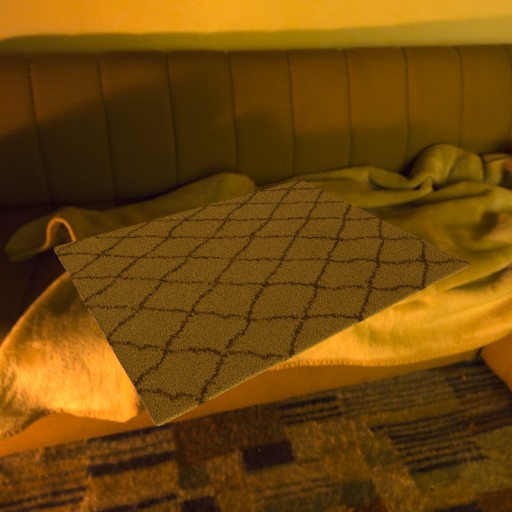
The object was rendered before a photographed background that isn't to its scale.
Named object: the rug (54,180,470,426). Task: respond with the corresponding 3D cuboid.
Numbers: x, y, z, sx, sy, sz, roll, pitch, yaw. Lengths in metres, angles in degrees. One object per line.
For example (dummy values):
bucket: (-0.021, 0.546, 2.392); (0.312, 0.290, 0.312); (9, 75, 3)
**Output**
rug: (0.000, 0.000, 4.123); (3.047, 0.029, 2.438); (-20, 37, -29)
